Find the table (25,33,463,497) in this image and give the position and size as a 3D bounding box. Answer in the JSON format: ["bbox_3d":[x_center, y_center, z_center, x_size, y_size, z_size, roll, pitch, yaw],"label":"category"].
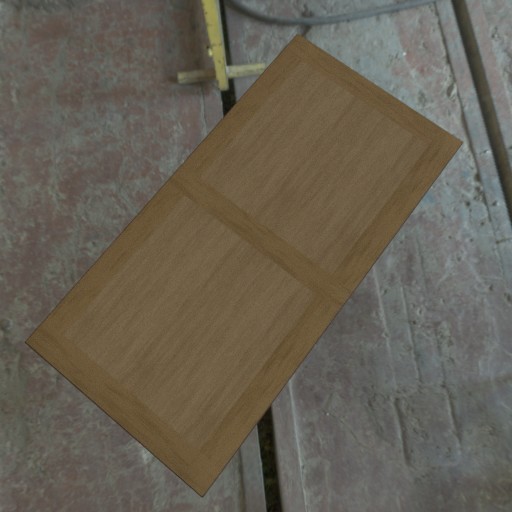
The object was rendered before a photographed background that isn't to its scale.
[{"bbox_3d":[0.000,0.000,2.396,1.000,0.762,1.982,37,79,8],"label":"table"}]
